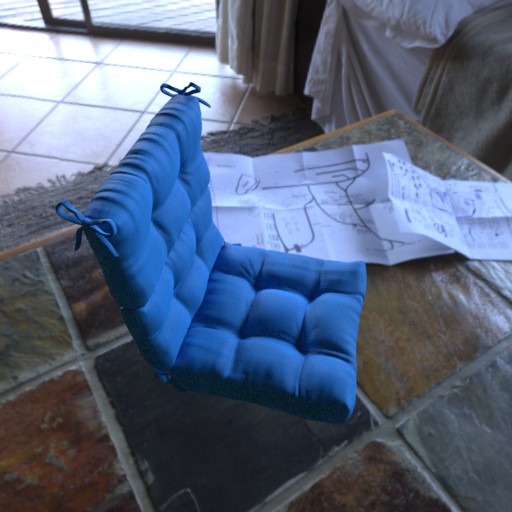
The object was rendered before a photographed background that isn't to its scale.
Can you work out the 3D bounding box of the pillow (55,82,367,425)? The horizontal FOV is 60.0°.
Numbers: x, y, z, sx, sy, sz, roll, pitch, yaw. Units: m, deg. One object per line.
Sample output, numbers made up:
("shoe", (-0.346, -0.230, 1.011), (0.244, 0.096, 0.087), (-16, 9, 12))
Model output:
("pillow", (0.000, 0.000, 1.041), (0.571, 0.605, 0.519), (10, 48, 9))
